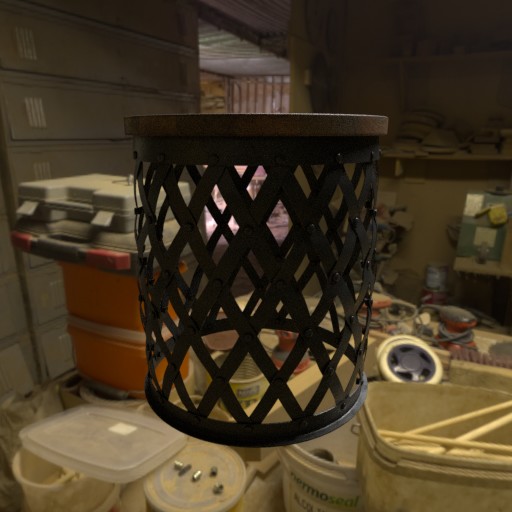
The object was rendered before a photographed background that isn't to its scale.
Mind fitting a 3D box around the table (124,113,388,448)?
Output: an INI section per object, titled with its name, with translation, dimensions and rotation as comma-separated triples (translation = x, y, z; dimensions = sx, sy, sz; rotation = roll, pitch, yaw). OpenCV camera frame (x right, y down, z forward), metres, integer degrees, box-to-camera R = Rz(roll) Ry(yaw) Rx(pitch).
[table]
translation = 0.000, 0.000, 0.765
dimensions = 0.405, 0.454, 0.405
rotation = 0, 16, 0
